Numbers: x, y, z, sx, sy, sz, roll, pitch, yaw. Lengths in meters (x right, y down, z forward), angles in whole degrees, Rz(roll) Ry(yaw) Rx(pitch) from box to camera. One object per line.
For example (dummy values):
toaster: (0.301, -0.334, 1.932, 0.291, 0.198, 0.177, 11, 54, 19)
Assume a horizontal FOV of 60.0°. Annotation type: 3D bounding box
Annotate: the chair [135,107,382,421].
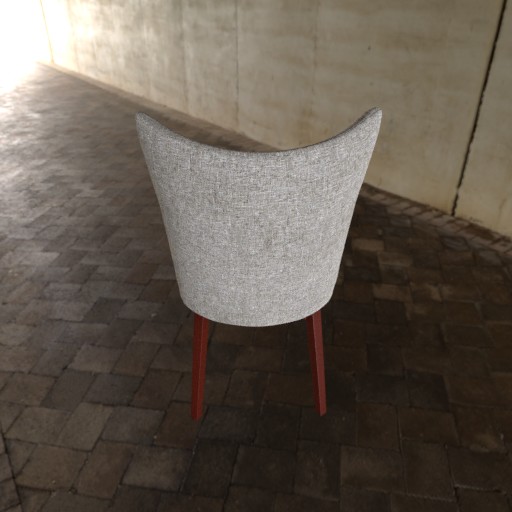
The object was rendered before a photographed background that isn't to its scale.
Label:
chair: (0.000, 0.000, 1.329, 0.535, 0.924, 0.623, -1, 30, -2)
